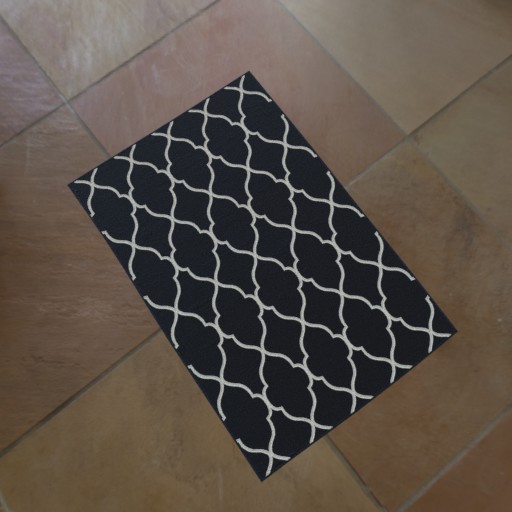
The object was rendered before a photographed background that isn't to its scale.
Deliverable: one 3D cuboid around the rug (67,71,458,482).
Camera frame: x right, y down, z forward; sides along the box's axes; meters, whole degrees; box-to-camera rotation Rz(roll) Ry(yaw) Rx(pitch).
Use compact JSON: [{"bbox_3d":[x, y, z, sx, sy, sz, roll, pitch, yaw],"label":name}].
[{"bbox_3d":[0.000,0.000,2.899,1.526,0.014,2.290,-35,80,-7],"label":"rug"}]
